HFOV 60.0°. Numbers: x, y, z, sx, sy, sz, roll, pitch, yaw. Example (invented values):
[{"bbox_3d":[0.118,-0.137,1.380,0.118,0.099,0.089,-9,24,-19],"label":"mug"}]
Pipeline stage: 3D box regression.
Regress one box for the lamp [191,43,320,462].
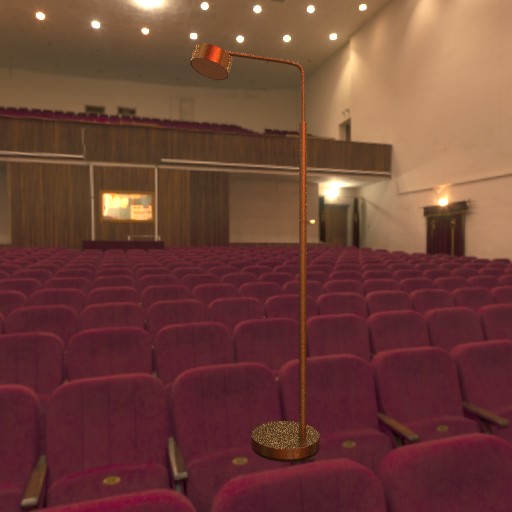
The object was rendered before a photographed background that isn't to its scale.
[{"bbox_3d":[0.000,0.000,1.394,0.418,1.230,0.219,0,1,-17],"label":"lamp"}]
